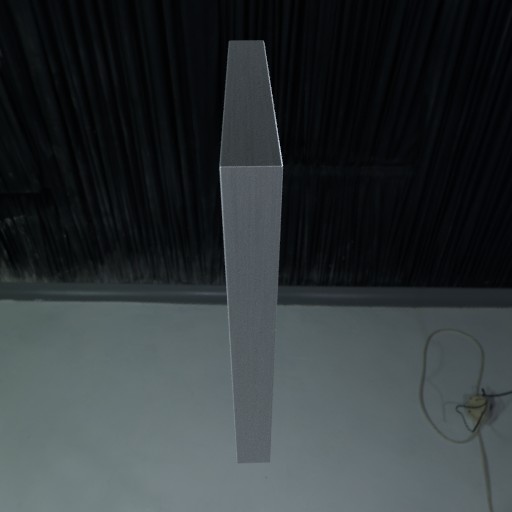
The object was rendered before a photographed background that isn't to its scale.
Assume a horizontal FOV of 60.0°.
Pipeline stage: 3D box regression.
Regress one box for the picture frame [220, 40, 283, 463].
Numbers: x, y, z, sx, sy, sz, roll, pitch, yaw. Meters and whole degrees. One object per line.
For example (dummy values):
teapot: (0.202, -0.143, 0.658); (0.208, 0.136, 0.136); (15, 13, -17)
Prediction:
picture frame: (0.000, 0.000, 0.273); (0.028, 0.208, 0.157); (-1, 40, -1)
